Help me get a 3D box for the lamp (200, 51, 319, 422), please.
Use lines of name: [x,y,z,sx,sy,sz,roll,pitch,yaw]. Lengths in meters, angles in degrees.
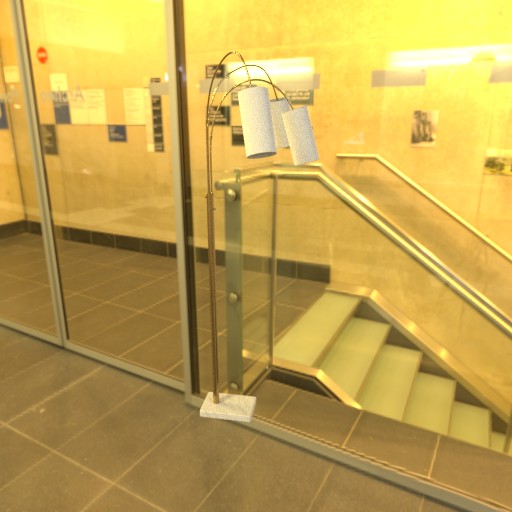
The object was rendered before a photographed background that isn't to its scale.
lamp: [0.000,0.000,2.507,0.667,2.055,1.020,3,17,10]
